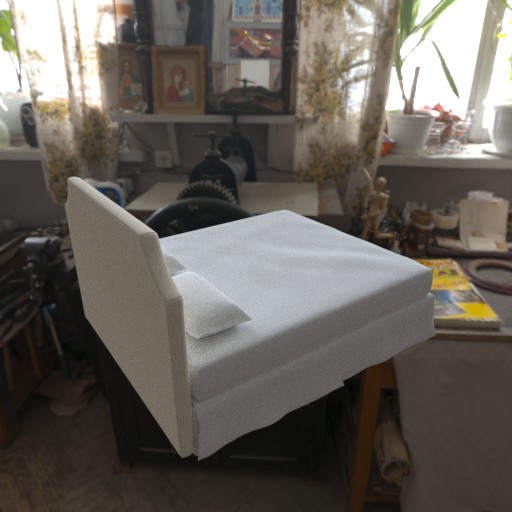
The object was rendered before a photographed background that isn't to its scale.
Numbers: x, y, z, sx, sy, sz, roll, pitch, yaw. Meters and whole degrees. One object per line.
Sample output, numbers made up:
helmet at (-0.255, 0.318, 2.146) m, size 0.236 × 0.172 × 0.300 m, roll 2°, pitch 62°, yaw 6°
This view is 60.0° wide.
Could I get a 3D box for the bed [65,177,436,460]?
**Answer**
bed at (0.000, 0.000, 4.194) m, size 2.773 × 1.590 × 2.350 m, roll -16°, pitch 29°, yaw -32°
